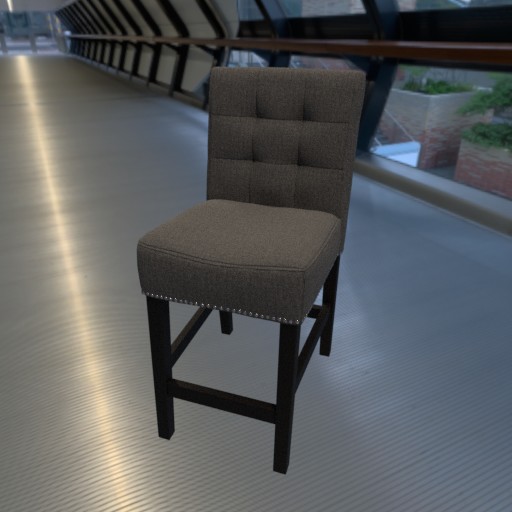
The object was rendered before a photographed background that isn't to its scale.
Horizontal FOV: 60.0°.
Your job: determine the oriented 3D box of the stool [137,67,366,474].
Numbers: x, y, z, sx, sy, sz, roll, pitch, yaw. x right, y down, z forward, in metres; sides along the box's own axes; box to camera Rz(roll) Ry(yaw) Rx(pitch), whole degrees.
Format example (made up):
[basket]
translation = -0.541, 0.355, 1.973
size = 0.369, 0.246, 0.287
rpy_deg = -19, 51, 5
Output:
[stool]
translation = 0.000, 0.000, 1.177
size = 0.427, 0.885, 0.571
rpy_deg = 9, 29, 16
